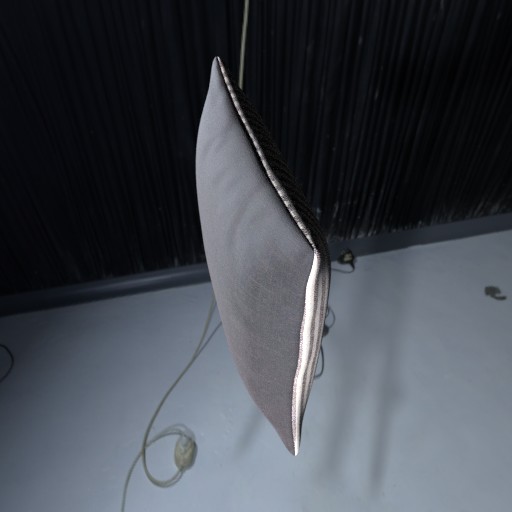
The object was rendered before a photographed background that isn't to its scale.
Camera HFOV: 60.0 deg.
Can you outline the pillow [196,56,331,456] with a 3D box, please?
[{"bbox_3d":[0.000,0.000,0.789,0.166,0.506,0.523,-10,46,-10],"label":"pillow"}]
